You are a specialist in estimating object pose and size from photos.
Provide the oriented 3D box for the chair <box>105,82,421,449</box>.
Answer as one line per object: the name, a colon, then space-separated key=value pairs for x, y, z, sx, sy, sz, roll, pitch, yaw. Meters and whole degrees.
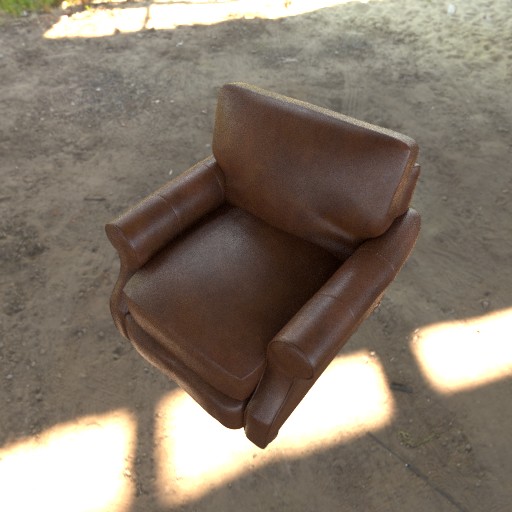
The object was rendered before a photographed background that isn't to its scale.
chair: x=0.000 y=0.000 z=1.744 sx=0.989 sy=0.972 sz=0.992 roll=30 pitch=53 yaw=26
